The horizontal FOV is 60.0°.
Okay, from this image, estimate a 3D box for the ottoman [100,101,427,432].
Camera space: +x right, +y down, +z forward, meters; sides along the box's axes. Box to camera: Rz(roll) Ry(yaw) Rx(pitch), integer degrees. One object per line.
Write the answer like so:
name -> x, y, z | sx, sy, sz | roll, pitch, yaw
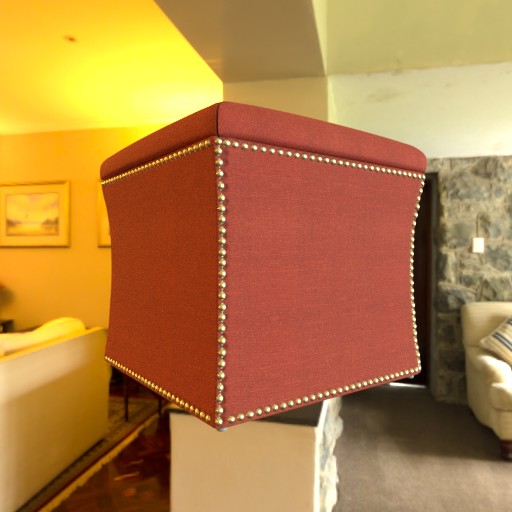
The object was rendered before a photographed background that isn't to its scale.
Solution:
ottoman -> 0.000, 0.000, 0.913 | 0.507, 0.475, 0.497 | 0, 1, -37
